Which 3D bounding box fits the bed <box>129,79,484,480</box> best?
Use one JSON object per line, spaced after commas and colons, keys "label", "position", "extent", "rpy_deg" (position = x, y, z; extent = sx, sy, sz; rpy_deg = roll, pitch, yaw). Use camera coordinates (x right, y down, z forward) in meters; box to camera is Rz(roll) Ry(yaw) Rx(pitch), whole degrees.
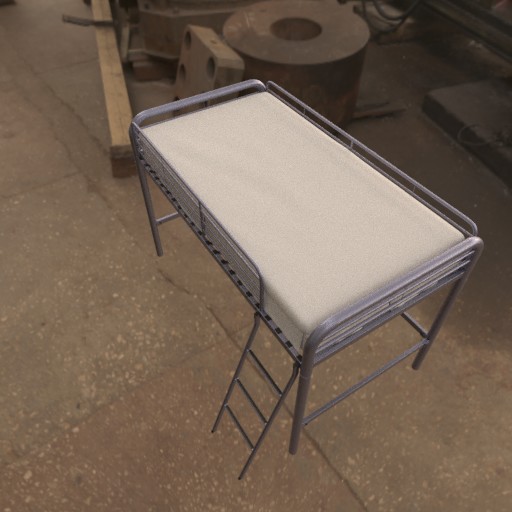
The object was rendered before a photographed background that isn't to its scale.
{"label": "bed", "position": [0.000, 0.000, 2.863], "extent": [1.415, 1.288, 1.965], "rpy_deg": [-25, 52, -22]}
